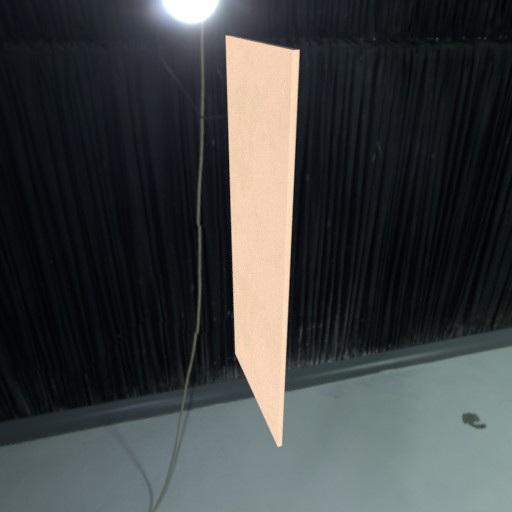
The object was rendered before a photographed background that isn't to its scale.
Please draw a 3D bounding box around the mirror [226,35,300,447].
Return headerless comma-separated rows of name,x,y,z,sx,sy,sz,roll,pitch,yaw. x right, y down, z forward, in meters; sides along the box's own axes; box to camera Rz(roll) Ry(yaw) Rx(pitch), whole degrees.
mirror,0.000,0.000,2.325,0.026,2.031,0.812,-10,31,-17
